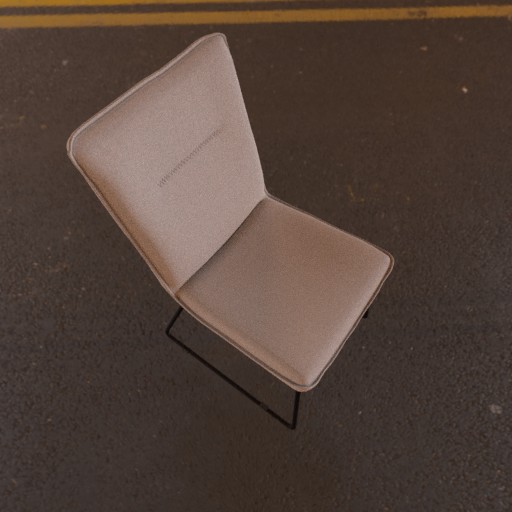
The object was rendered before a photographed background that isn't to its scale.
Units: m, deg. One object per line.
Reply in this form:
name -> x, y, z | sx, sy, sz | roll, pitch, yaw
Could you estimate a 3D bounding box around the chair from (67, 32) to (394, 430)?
chair -> 0.000, 0.000, 1.301 | 0.688, 0.930, 0.515 | 32, 64, 18
